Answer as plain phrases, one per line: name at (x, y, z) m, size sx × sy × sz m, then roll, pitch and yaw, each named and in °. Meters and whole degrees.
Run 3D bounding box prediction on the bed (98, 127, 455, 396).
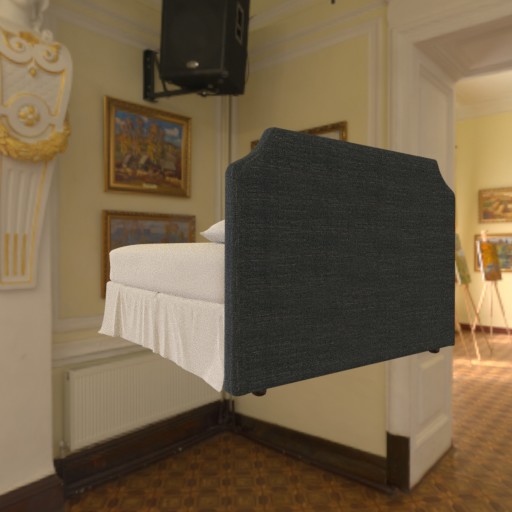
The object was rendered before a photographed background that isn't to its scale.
bed at (0.000, 0.000, 3.400) m, size 1.828 × 1.297 × 2.208 m, roll -1°, pitch 1°, yaw -36°
